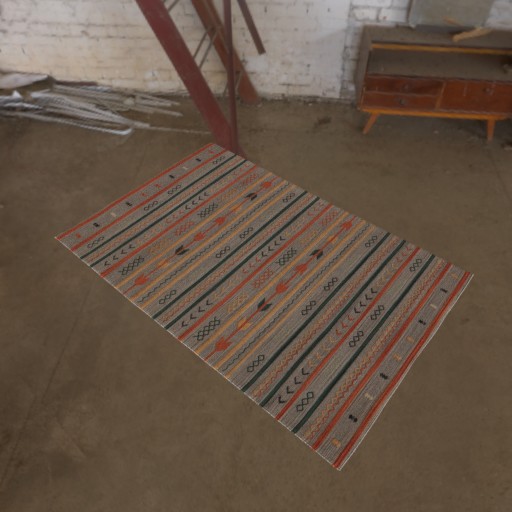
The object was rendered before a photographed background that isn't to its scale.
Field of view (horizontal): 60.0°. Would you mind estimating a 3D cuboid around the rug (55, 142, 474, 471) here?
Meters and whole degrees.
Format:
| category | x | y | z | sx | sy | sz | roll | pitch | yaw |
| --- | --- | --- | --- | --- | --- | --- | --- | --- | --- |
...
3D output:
| category | x | y | z | sx | sy | sz | roll | pitch | yaw |
| --- | --- | --- | --- | --- | --- | --- | --- | --- | --- |
| rug | 0.000 | 0.000 | 2.311 | 1.835 | 0.017 | 1.220 | 32 | 55 | 26 |
